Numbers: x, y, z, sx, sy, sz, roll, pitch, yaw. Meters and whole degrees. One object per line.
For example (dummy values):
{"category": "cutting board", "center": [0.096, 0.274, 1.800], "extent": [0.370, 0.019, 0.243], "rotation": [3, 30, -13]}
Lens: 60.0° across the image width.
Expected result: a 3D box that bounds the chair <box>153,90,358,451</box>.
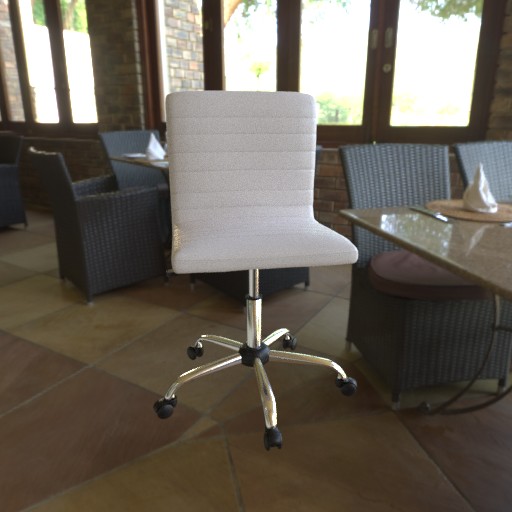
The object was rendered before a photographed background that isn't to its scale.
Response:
{"category": "chair", "center": [0.000, 0.000, 1.048], "extent": [0.520, 0.750, 0.455], "rotation": [-3, 18, -10]}
